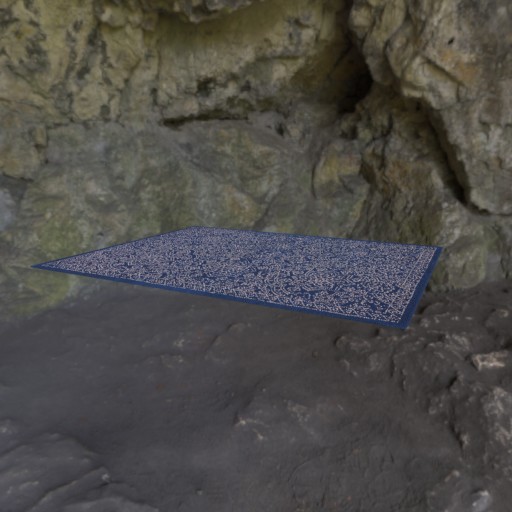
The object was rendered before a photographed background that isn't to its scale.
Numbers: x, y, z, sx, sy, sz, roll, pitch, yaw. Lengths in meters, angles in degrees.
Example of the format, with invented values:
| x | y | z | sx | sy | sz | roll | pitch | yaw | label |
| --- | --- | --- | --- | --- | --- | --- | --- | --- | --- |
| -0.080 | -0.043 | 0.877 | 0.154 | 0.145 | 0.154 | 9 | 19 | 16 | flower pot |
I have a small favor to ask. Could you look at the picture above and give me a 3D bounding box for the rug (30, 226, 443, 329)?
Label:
| x | y | z | sx | sy | sz | roll | pitch | yaw | label |
| --- | --- | --- | --- | --- | --- | --- | --- | --- | --- |
| 0.000 | 0.000 | 4.119 | 3.048 | 0.010 | 2.438 | 6 | 14 | 26 | rug |
